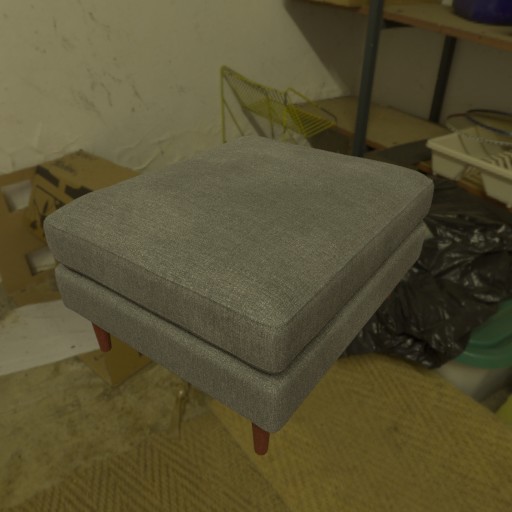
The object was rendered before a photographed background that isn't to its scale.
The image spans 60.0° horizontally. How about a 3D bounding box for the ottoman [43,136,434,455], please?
[{"bbox_3d":[0.000,0.000,1.243,0.693,0.474,0.821,21,37,30],"label":"ottoman"}]
